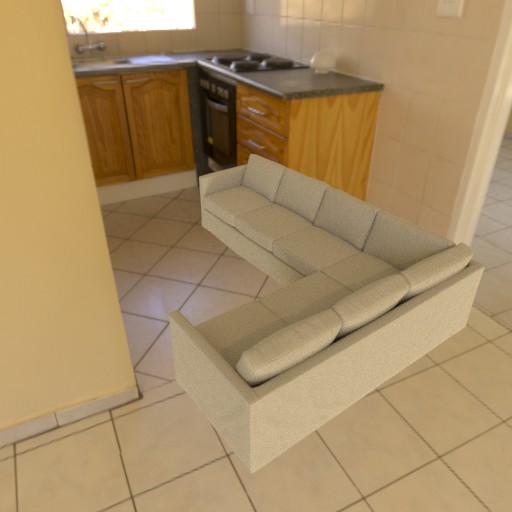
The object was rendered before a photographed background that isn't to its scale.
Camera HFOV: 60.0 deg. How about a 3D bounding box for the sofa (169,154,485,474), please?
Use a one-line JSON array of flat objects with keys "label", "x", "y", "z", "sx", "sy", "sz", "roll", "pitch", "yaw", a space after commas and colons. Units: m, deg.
[{"label": "sofa", "x": 0.000, "y": 0.000, "z": 4.283, "sx": 2.432, "sy": 0.871, "sz": 3.182, "roll": -21, "pitch": 37, "yaw": -30}]
